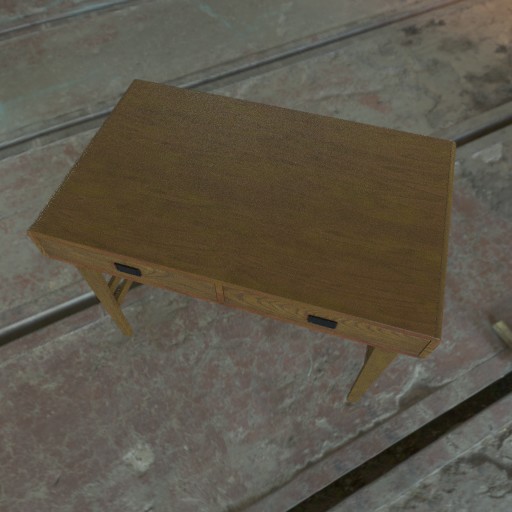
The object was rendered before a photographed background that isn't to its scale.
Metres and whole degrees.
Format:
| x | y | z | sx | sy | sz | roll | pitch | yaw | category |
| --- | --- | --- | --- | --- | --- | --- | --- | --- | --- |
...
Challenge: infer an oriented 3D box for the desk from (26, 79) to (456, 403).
| x | y | z | sx | sy | sz | roll | pitch | yaw | category |
| --- | --- | --- | --- | --- | --- | --- | --- | --- | --- |
| 0.000 | 0.000 | 1.557 | 1.066 | 0.754 | 0.660 | 14 | 59 | 9 | desk |
